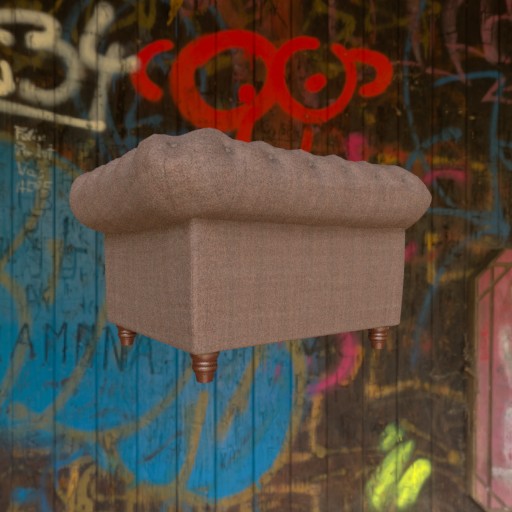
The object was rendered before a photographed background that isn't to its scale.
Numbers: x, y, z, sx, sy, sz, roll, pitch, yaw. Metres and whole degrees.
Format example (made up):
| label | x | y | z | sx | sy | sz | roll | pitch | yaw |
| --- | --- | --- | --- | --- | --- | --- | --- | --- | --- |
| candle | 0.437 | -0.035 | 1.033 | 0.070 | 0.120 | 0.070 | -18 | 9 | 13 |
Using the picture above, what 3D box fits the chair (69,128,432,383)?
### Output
| label | x | y | z | sx | sy | sz | roll | pitch | yaw |
| --- | --- | --- | --- | --- | --- | --- | --- | --- | --- |
| chair | 0.000 | 0.000 | 1.871 | 1.298 | 0.780 | 0.945 | 0 | 0 | -36 |
